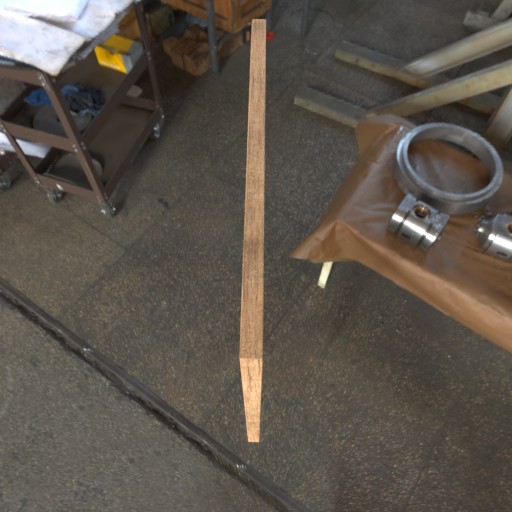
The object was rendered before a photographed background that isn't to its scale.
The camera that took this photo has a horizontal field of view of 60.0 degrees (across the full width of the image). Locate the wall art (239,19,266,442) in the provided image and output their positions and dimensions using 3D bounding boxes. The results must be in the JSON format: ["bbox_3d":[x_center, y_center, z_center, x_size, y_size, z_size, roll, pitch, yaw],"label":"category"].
[{"bbox_3d":[0.000,0.000,1.009,0.029,0.691,0.695,1,60,1],"label":"wall art"}]
